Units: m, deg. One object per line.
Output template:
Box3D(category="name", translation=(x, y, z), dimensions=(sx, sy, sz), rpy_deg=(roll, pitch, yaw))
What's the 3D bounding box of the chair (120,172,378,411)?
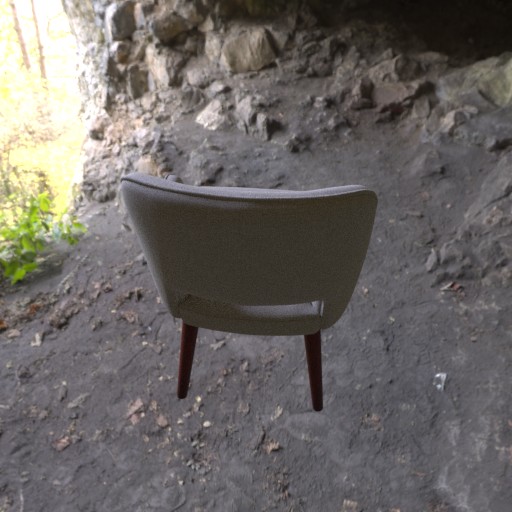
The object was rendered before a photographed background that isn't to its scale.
Box3D(category="chair", translation=(0.000, 0.000, 1.195), dimensions=(0.560, 0.840, 0.580), rpy_deg=(4, 47, 4))
